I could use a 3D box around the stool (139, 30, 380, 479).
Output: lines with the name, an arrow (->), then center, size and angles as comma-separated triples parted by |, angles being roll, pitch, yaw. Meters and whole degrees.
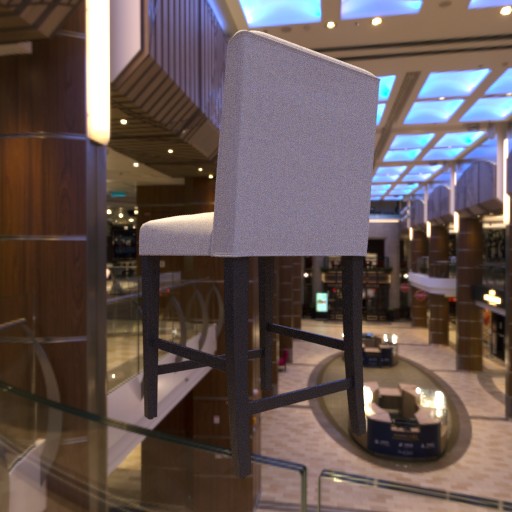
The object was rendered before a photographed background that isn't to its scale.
stool -> 0.000, 0.000, 1.217 | 0.474, 0.939, 0.509 | 0, 0, -36
